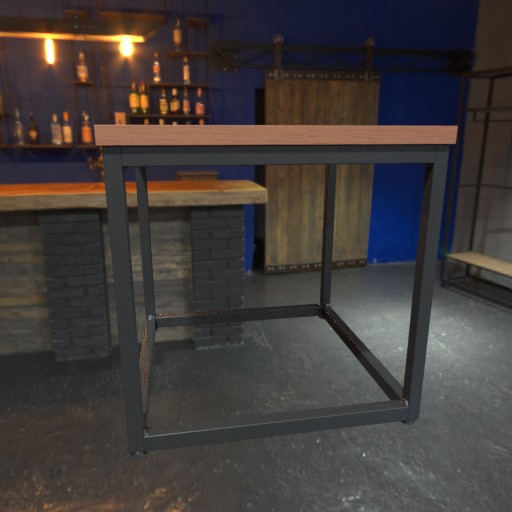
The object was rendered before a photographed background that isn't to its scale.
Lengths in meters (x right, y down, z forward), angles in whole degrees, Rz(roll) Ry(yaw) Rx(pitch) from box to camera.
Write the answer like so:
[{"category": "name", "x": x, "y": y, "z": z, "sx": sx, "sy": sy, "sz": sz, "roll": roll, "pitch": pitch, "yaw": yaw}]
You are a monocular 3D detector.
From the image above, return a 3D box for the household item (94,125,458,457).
[{"category": "household item", "x": 0.000, "y": 0.000, "z": 0.719, "sx": 0.400, "sy": 0.400, "sz": 0.400, "roll": -3, "pitch": 16, "yaw": -10}]
